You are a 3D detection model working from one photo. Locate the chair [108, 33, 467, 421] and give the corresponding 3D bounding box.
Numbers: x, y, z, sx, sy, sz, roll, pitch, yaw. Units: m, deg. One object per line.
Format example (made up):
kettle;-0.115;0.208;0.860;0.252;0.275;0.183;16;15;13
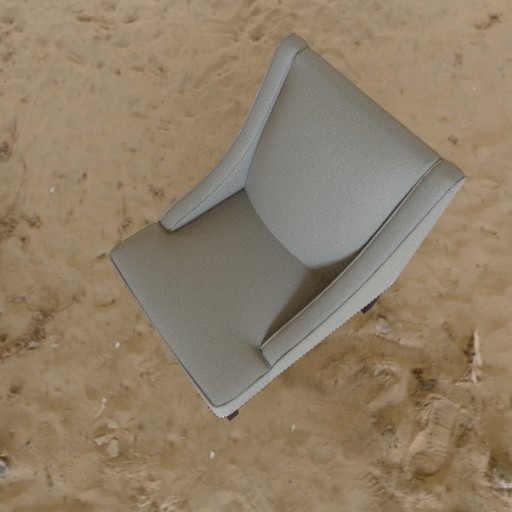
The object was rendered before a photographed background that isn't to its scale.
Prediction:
chair;0.000;0.000;1.355;0.737;0.864;0.610;-34;68;-16
